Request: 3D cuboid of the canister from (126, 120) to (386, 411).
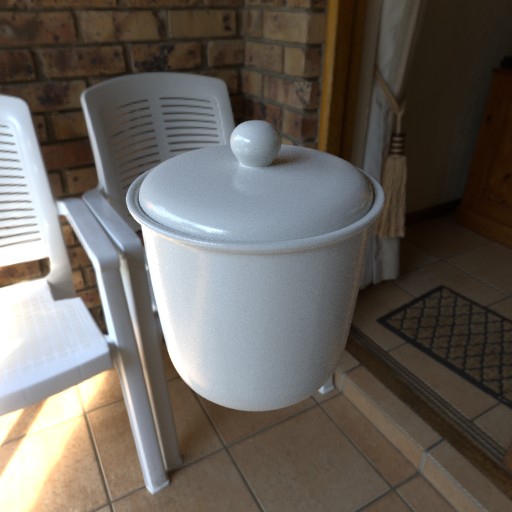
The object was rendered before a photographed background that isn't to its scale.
[{"bbox_3d":[0.000,0.000,0.349,0.182,0.208,0.182,0,30,0],"label":"canister"}]
